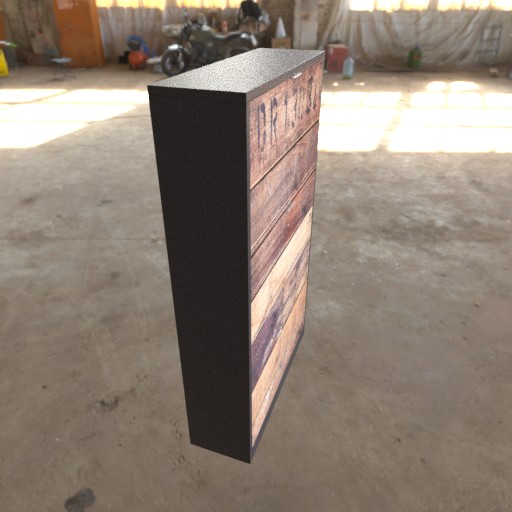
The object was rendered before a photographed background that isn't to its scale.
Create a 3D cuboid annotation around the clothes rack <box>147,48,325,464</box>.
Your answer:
[{"bbox_3d":[0.000,0.000,1.598,0.250,1.280,0.750,11,33,17],"label":"clothes rack"}]
